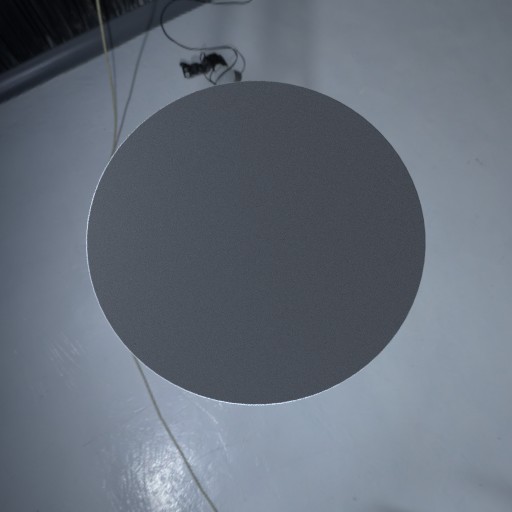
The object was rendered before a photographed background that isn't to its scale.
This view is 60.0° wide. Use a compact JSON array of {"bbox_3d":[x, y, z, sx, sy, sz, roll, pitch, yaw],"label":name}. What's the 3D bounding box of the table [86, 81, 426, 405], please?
[{"bbox_3d":[0.000,0.000,0.983,0.600,0.405,0.600,0,75,0],"label":"table"}]
